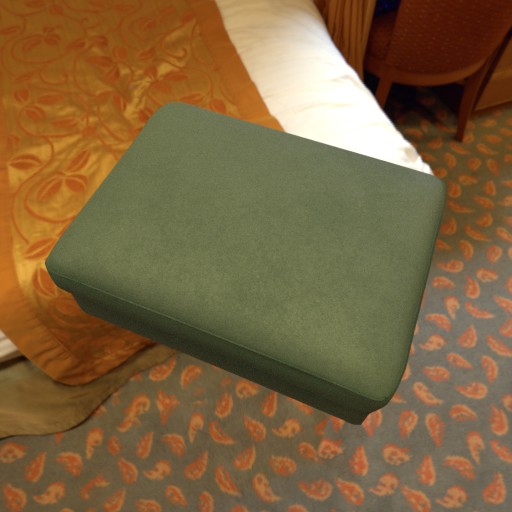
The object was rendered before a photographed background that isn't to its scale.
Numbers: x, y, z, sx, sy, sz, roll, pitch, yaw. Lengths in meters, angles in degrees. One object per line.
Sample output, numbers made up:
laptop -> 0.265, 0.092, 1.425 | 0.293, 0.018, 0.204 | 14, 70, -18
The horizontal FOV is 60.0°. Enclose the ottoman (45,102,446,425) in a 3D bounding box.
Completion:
ottoman -> 0.000, 0.000, 1.163 | 0.811, 0.449, 0.608 | 19, 61, 11
